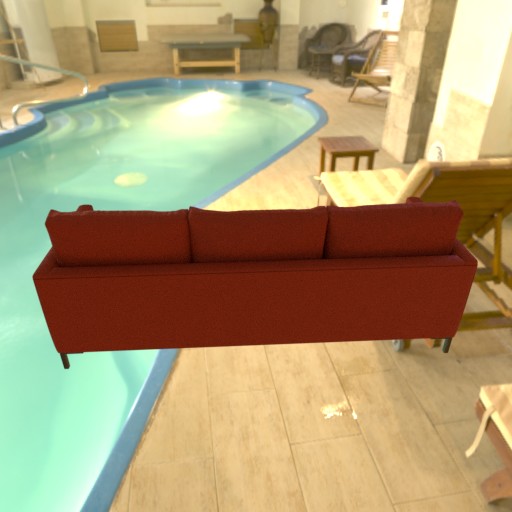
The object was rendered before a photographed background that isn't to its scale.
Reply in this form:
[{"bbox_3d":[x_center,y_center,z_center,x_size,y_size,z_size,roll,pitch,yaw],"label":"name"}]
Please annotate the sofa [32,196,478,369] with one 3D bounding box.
[{"bbox_3d":[0.000,0.000,2.650,2.252,0.879,0.875,-2,31,-3],"label":"sofa"}]
